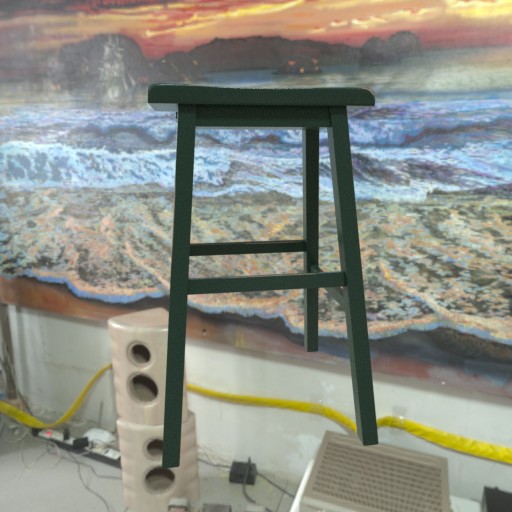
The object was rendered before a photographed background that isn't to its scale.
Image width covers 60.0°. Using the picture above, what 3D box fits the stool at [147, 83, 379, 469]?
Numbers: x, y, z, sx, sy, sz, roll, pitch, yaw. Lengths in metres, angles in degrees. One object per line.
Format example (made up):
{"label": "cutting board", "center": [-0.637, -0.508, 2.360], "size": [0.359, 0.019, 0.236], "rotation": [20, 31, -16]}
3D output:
{"label": "stool", "center": [0.000, 0.000, 1.054], "size": [0.457, 0.737, 0.476], "rotation": [-2, 15, -9]}
